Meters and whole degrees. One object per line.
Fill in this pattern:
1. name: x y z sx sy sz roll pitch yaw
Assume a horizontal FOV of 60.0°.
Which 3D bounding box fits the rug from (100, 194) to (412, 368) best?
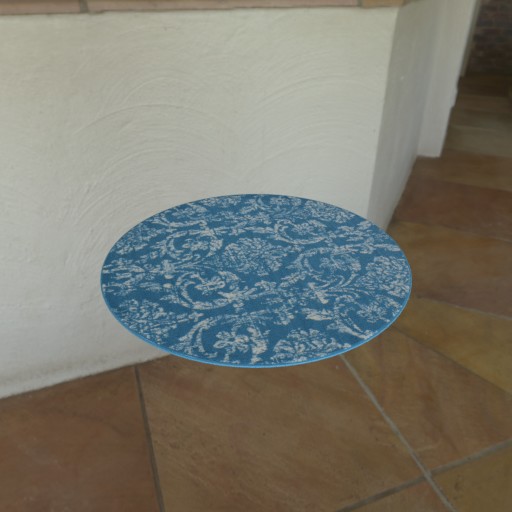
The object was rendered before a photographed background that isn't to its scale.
1. rug: 0.000 0.000 2.364 1.593 0.012 1.593 0 32 0
